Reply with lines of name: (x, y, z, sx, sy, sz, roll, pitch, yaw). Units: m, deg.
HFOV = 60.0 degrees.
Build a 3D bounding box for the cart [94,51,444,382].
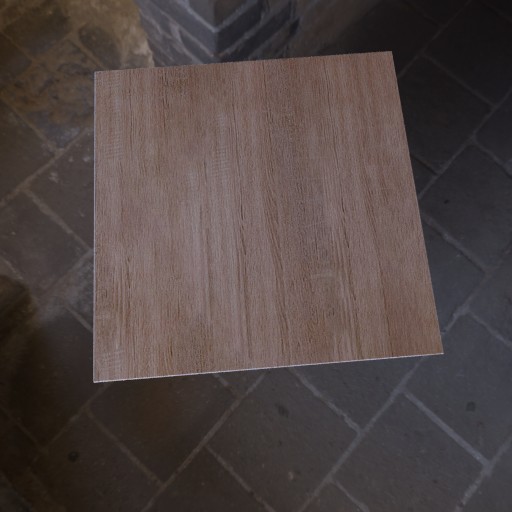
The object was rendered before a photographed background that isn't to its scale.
cart: (0.000, 0.000, 1.085, 0.520, 0.762, 0.521, -4, 77, -1)
